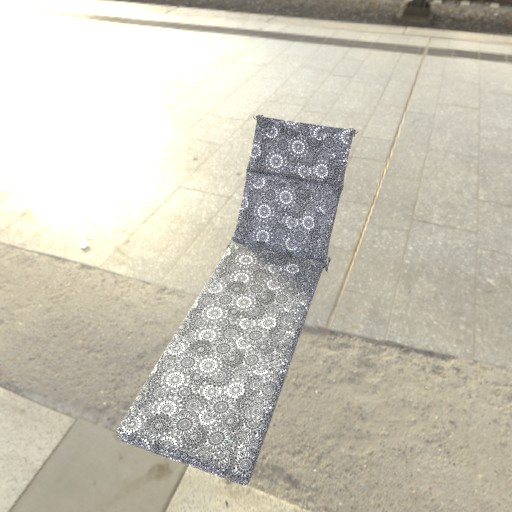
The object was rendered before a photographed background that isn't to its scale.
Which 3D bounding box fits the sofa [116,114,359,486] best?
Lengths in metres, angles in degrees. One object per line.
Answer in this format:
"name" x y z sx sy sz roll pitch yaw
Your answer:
"sofa" 0.000 0.000 1.973 0.582 0.622 1.663 13 43 14
